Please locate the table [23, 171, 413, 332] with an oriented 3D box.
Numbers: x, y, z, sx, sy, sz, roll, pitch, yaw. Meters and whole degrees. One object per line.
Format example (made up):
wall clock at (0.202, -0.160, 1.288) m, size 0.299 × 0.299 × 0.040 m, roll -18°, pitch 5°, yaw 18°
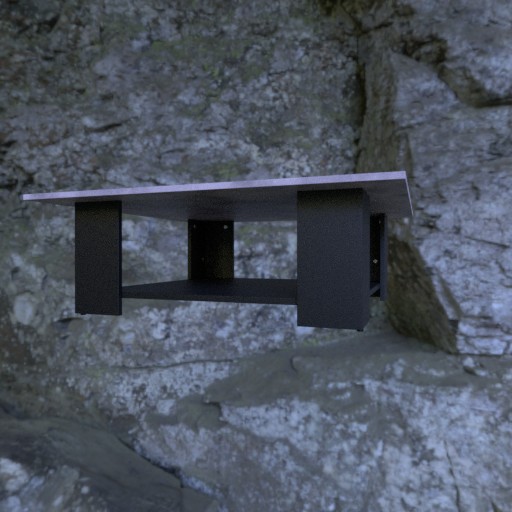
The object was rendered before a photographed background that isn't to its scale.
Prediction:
table at (0.000, 0.000, 1.351) m, size 0.890 × 0.305 × 0.890 m, roll 0°, pitch 0°, yaw 20°
